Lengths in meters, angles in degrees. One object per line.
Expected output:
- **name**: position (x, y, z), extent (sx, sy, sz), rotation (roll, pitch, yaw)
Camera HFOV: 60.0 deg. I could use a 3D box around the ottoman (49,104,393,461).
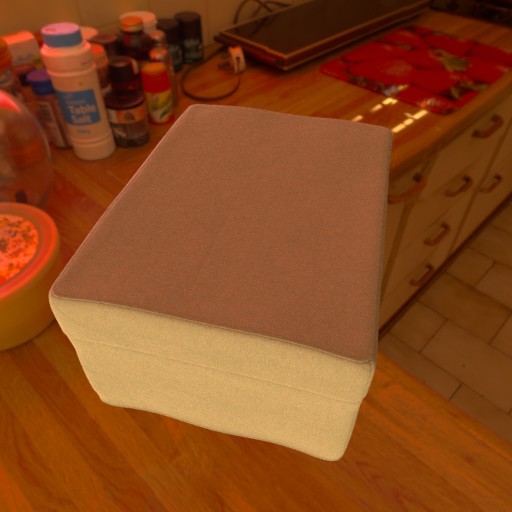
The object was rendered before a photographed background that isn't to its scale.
- **ottoman**: position (0.000, 0.000, 1.223), extent (0.648, 0.461, 0.833), rotation (10, 46, 10)
